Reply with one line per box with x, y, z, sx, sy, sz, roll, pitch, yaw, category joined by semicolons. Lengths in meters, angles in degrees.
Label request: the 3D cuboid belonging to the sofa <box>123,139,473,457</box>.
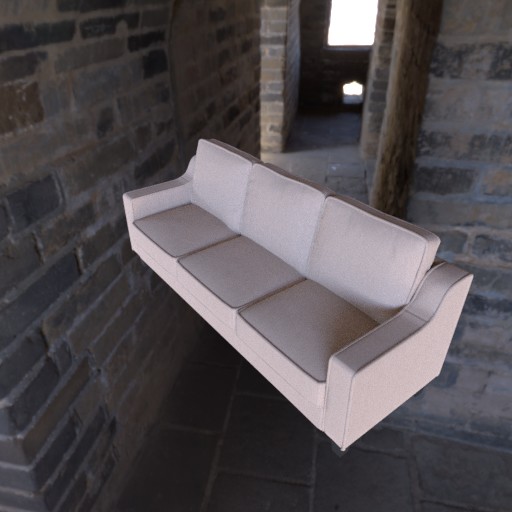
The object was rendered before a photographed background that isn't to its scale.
0.000;0.000;2.606;0.791;0.902;2.131;-22;38;-31;sofa
